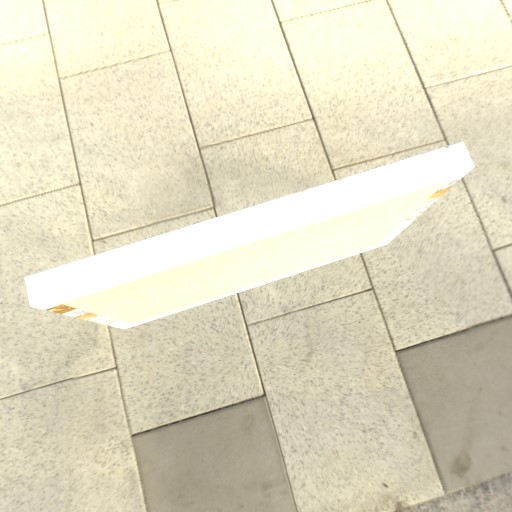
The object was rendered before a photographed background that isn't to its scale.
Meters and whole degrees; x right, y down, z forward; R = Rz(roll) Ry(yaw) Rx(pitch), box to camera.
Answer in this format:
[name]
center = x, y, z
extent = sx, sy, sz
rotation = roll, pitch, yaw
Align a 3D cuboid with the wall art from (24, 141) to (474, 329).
[wall art]
center = 0.000, 0.000, 0.776
extent = 0.606, 0.407, 0.041
rotation = -18, 77, -4
